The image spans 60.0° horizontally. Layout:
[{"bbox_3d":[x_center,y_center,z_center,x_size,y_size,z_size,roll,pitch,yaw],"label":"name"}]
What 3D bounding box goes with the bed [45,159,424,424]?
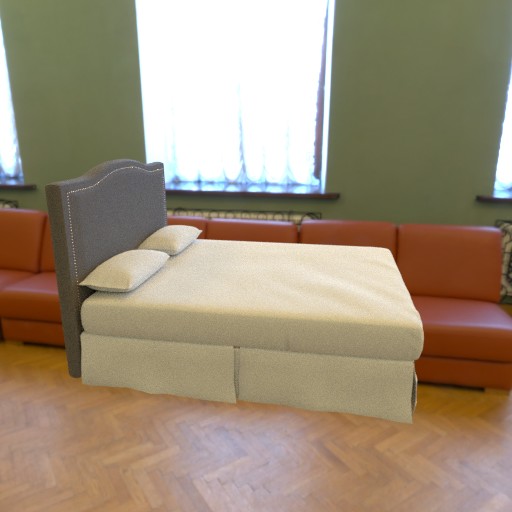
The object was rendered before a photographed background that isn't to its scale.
[{"bbox_3d":[0.000,0.000,3.437,2.282,1.436,1.821,3,17,10],"label":"bed"}]
